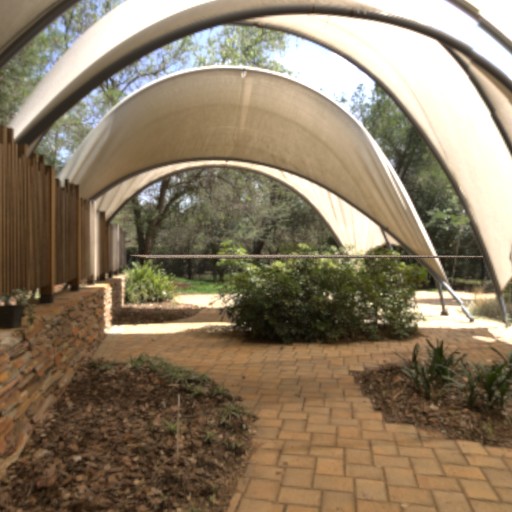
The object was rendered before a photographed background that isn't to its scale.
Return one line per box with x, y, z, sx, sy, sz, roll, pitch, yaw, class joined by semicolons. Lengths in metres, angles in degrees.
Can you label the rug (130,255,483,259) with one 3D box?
0.000;0.000;3.773;2.005;0.013;2.890;0;0;-17;rug
